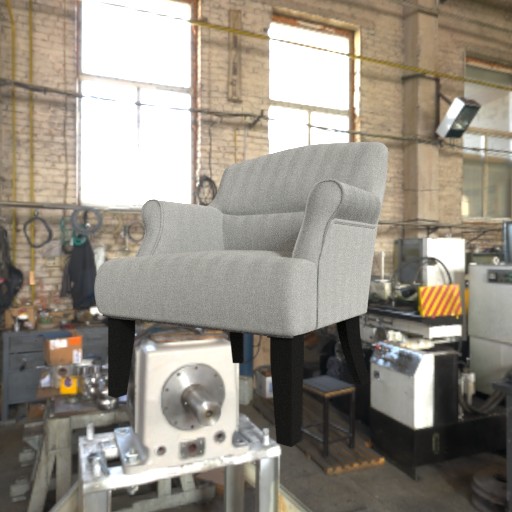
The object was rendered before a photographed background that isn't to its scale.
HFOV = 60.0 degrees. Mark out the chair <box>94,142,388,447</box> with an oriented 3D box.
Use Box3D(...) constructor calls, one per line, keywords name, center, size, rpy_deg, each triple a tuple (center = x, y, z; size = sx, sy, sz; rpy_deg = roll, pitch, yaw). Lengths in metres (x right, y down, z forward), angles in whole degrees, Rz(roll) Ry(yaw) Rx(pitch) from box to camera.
Box3D(name="chair", center=(0.000, 0.000, 1.482), size=(0.772, 0.880, 0.755), rpy_deg=(0, 0, 35))
